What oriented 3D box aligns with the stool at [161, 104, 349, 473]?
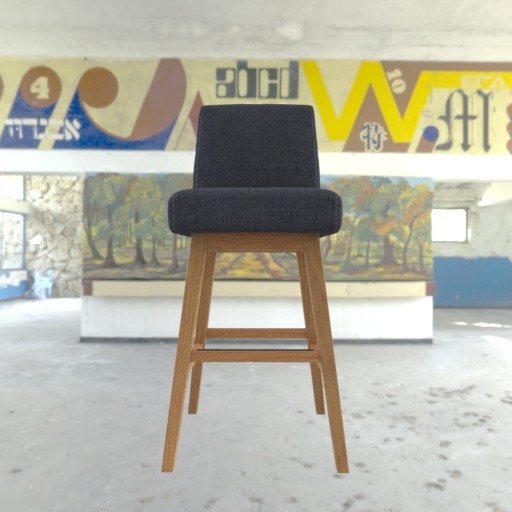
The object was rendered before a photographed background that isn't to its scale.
[{"bbox_3d":[0.000,0.000,1.380,0.483,1.112,0.570,0,0,1],"label":"stool"}]
